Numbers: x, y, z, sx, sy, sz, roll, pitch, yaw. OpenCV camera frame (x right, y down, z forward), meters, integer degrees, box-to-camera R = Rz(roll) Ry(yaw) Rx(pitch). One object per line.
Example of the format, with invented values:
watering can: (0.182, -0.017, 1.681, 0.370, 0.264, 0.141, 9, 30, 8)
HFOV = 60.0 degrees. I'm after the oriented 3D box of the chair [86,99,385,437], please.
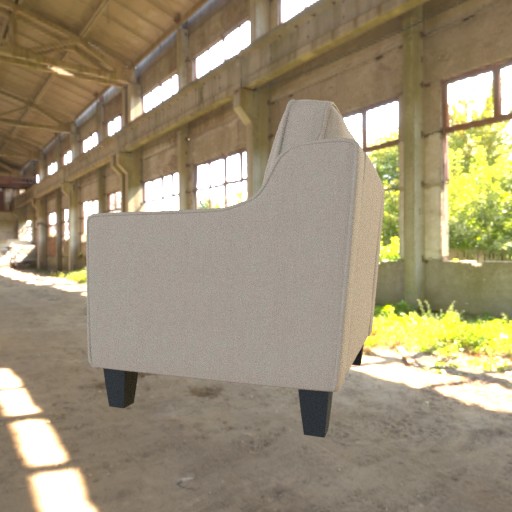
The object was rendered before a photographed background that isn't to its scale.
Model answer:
chair: (0.000, 0.000, 1.674, 0.882, 0.948, 0.922, 0, 1, 20)
